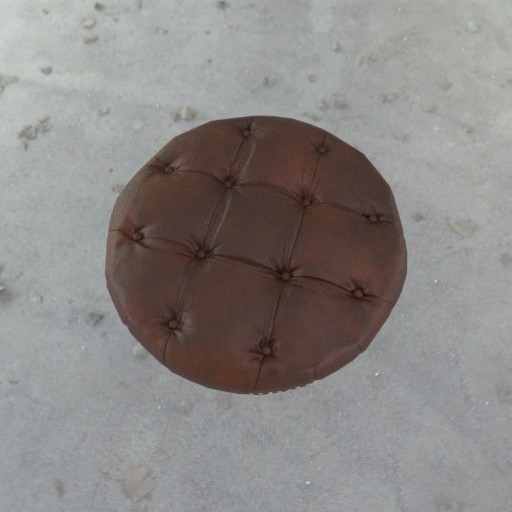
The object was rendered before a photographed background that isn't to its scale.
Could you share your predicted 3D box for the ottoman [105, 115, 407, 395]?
[{"bbox_3d":[0.000,0.000,1.423,0.901,0.455,0.901,0,63,0],"label":"ottoman"}]
